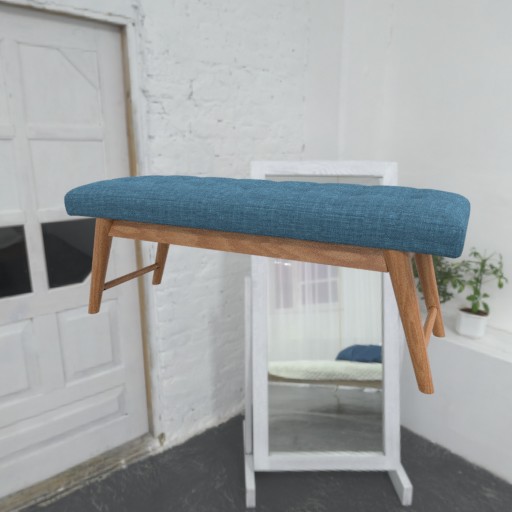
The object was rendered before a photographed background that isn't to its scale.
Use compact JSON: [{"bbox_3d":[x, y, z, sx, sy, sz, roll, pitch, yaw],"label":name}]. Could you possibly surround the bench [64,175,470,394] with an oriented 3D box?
[{"bbox_3d":[0.000,0.000,1.326,1.118,0.432,0.406,8,17,25],"label":"bench"}]
